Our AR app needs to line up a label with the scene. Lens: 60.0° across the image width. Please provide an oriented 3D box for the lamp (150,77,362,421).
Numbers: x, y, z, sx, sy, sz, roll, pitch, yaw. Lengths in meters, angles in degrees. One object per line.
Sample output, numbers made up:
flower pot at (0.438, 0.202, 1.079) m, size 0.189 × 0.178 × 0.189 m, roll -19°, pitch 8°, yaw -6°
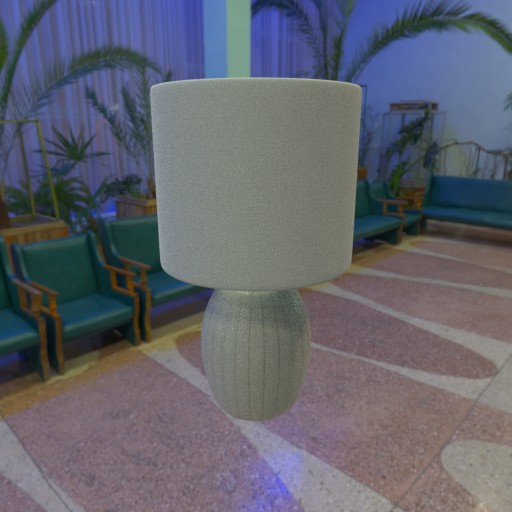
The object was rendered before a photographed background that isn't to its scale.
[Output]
lamp at (0.000, 0.000, 0.777) m, size 0.328 × 0.570 × 0.328 m, roll 0°, pitch 16°, yaw 0°
